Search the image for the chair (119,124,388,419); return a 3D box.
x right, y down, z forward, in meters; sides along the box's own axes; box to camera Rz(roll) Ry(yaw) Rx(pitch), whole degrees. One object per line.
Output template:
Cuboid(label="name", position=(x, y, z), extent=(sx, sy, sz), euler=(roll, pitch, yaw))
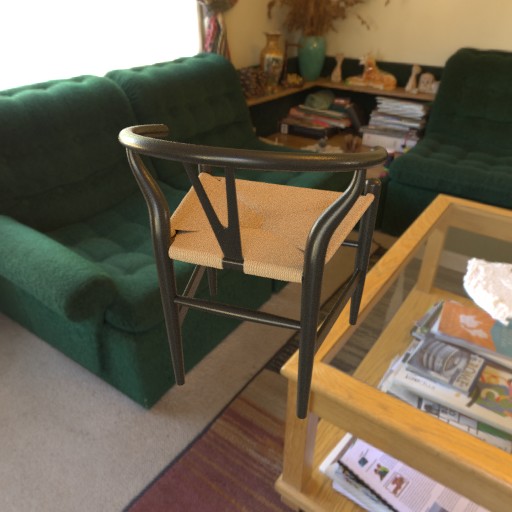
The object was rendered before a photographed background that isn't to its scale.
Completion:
Cuboid(label="chair", position=(0.000, 0.000, 1.136), extent=(0.570, 0.739, 0.570), euler=(10, 33, 16))
